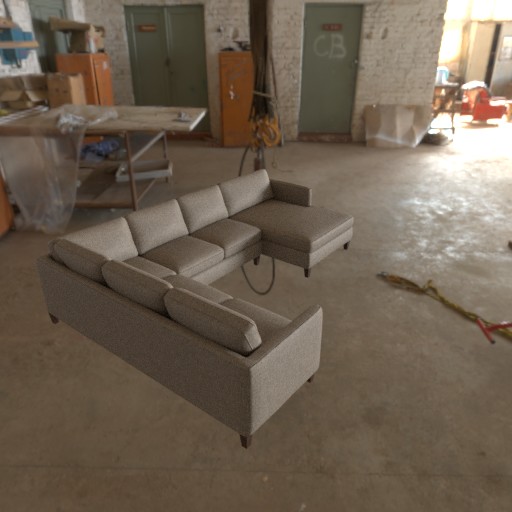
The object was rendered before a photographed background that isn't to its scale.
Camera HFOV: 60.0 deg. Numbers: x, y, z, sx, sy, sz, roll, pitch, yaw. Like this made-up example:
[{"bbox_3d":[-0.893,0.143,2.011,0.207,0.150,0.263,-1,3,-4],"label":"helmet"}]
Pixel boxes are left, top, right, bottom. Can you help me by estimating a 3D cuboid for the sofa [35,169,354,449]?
[{"bbox_3d":[0.000,0.000,4.638,2.551,0.889,3.403,19,32,33],"label":"sofa"}]
